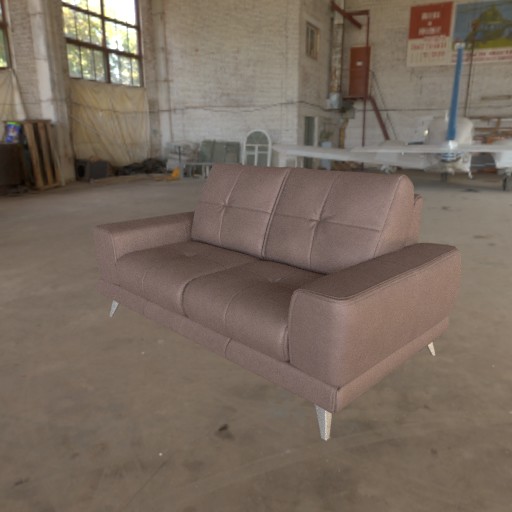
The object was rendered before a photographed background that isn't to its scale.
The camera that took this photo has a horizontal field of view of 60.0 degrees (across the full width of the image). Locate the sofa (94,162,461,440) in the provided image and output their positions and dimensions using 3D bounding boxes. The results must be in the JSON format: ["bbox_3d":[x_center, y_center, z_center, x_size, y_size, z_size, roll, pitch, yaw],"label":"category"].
[{"bbox_3d":[0.000,0.000,2.366,1.806,0.907,1.018,15,21,43],"label":"sofa"}]
